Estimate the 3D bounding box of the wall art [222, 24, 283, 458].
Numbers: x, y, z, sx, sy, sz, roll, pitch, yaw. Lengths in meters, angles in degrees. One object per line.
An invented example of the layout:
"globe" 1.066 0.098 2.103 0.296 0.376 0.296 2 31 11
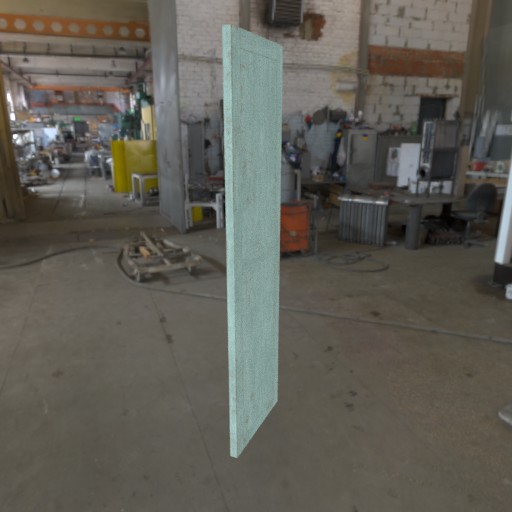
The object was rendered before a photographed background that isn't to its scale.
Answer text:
"wall art" 0.000 0.000 1.353 0.025 1.219 0.329 7 18 24
